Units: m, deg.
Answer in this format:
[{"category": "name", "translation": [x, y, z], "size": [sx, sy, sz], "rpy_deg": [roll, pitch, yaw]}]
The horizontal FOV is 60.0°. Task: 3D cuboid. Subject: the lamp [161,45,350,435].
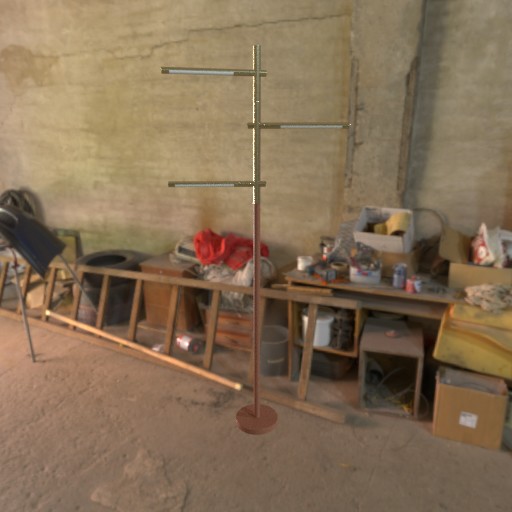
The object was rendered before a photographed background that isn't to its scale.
[{"category": "lamp", "translation": [0.000, 0.000, 1.962], "size": [0.737, 1.704, 0.209], "rpy_deg": [-3, 16, -9]}]
